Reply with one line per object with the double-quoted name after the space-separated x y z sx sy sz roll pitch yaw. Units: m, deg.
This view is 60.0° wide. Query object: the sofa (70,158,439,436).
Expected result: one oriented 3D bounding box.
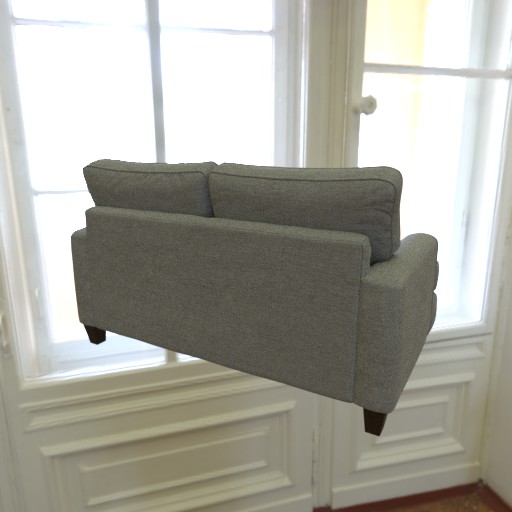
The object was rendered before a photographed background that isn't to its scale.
0.000 0.000 2.233 1.651 0.965 0.965 8 17 29 "sofa"
